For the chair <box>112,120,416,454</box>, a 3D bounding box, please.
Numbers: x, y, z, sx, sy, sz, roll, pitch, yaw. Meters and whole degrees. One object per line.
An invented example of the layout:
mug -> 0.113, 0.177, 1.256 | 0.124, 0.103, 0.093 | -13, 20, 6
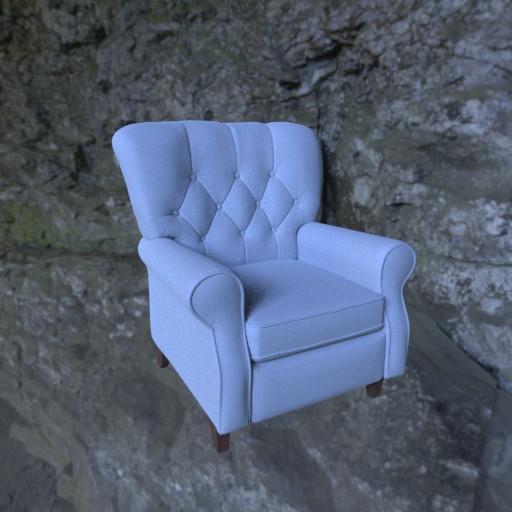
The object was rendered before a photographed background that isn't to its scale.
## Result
chair -> 0.000, 0.000, 2.044 | 1.090, 1.217, 1.128 | -8, 17, -28
